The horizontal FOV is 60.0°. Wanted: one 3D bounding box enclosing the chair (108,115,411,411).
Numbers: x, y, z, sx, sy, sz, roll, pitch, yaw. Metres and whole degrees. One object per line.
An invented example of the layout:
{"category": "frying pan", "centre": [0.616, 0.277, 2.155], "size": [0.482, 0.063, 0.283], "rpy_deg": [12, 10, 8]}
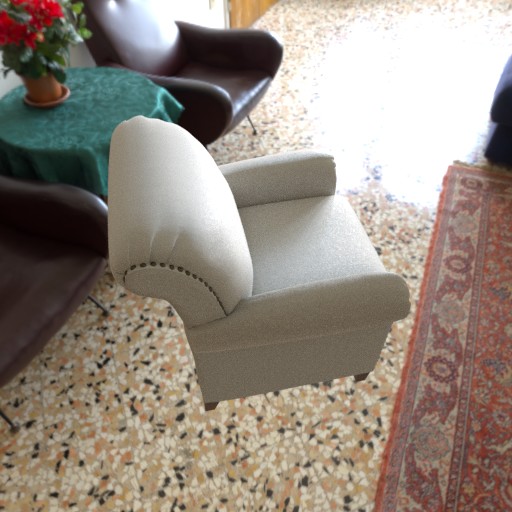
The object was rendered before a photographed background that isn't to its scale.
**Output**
{"category": "chair", "centre": [0.000, 0.000, 1.643], "size": [0.890, 0.927, 0.854], "rpy_deg": [-9, 48, -8]}
